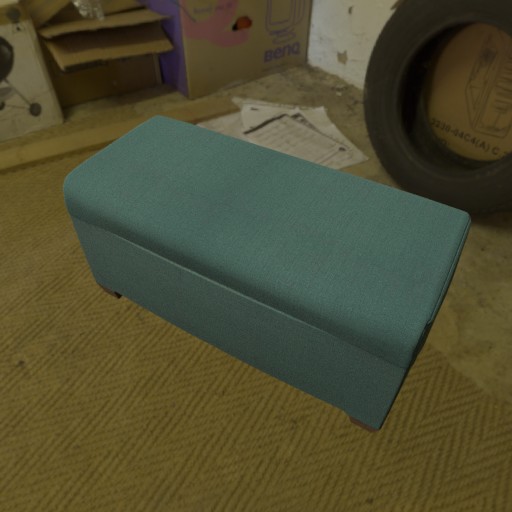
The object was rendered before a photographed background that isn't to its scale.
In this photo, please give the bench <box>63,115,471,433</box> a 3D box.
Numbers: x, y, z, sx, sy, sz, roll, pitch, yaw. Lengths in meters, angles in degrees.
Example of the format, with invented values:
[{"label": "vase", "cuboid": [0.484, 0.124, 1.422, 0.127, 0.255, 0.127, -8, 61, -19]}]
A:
[{"label": "bench", "cuboid": [0.000, 0.000, 1.272, 0.995, 0.474, 0.476, 23, 50, 21]}]
